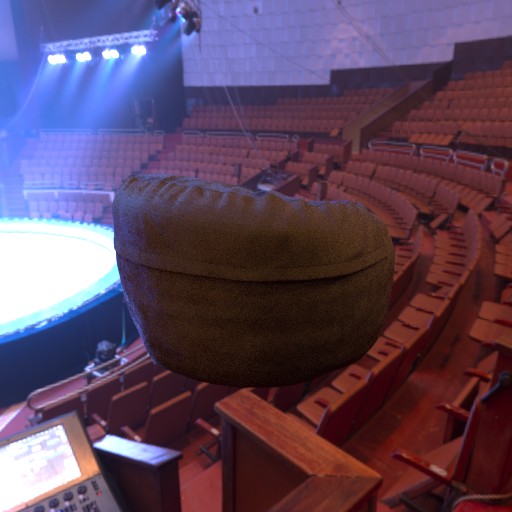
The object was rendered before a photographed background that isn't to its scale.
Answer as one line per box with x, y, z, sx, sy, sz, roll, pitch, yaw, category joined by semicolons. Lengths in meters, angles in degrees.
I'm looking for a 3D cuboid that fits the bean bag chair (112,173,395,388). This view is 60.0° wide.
0.000;0.000;2.125;1.245;0.821;1.245;0;16;0;bean bag chair
